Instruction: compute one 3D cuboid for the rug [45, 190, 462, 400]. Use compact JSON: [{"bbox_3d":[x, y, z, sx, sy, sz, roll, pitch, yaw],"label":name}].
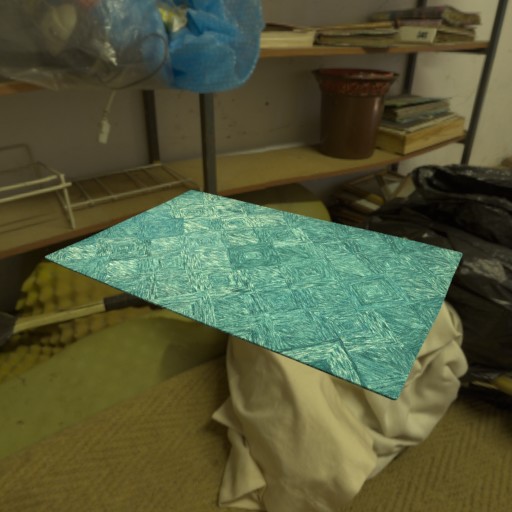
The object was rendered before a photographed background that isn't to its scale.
[{"bbox_3d":[0.000,0.000,2.171,1.728,0.017,1.136,16,32,28],"label":"rug"}]
